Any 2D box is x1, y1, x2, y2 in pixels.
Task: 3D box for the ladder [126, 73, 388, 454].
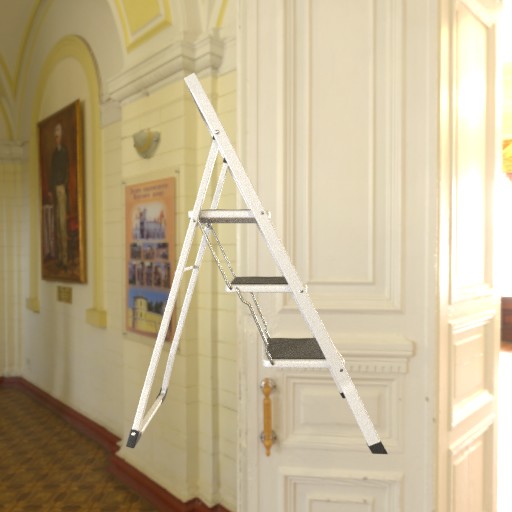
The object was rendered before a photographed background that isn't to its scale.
[{"bbox_3d":[0.000,0.000,1.406,0.711,1.050,0.460,0,1,1],"label":"ladder"}]
